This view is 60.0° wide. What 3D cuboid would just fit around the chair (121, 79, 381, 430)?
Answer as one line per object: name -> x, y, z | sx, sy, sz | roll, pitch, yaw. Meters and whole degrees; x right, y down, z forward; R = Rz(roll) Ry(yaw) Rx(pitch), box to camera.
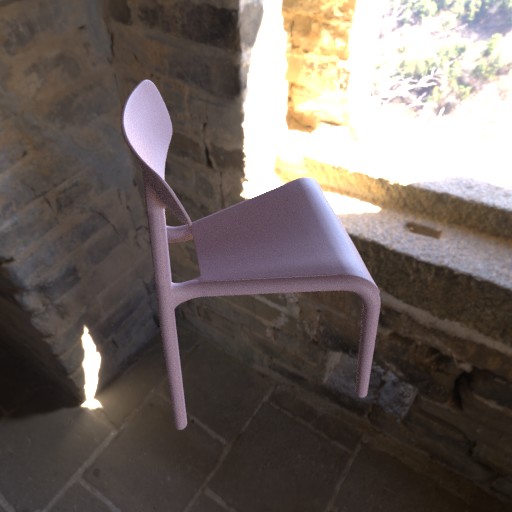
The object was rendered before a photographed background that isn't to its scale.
chair -> 0.000, 0.000, 0.815 | 0.401, 0.580, 0.356 | -9, 46, -9
